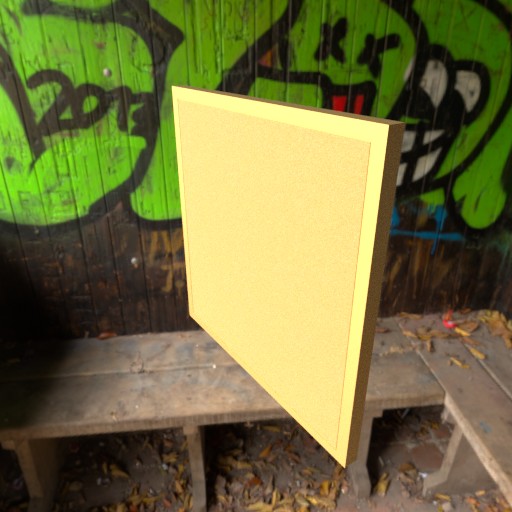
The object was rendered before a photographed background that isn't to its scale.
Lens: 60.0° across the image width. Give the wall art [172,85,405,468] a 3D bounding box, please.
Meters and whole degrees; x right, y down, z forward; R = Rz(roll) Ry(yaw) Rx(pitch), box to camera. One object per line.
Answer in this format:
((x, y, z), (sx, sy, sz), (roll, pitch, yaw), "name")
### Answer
((0.000, 0.000, 2.868), (0.099, 1.926, 1.926), (-17, 31, -31), "wall art")
